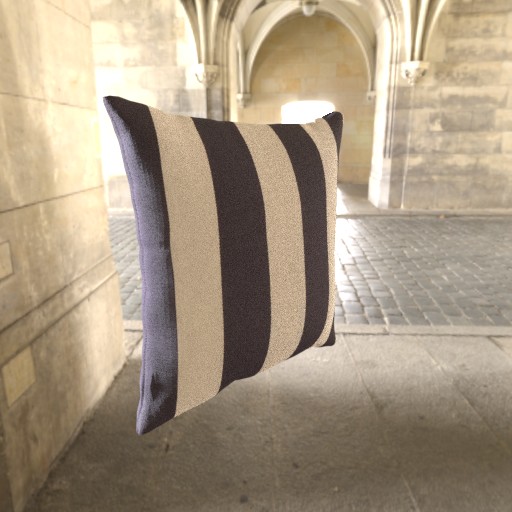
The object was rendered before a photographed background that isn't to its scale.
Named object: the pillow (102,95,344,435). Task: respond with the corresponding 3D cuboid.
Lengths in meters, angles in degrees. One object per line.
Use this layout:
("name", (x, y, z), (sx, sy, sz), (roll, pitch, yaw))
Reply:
("pillow", (0.000, 0.000, 0.812), (0.536, 0.526, 0.189), (-14, 20, -43))
